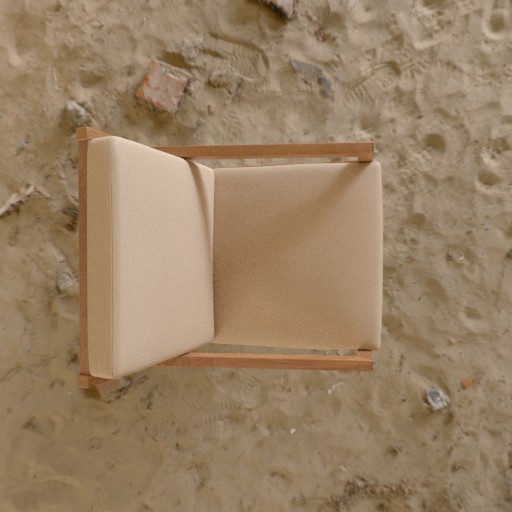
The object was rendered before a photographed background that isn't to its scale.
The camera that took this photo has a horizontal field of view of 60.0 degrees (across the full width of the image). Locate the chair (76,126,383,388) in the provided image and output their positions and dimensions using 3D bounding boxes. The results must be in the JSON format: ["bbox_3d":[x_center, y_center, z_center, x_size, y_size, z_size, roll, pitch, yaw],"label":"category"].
[{"bbox_3d":[0.000,0.000,1.380,0.857,0.790,0.622,0,91,0],"label":"chair"}]
